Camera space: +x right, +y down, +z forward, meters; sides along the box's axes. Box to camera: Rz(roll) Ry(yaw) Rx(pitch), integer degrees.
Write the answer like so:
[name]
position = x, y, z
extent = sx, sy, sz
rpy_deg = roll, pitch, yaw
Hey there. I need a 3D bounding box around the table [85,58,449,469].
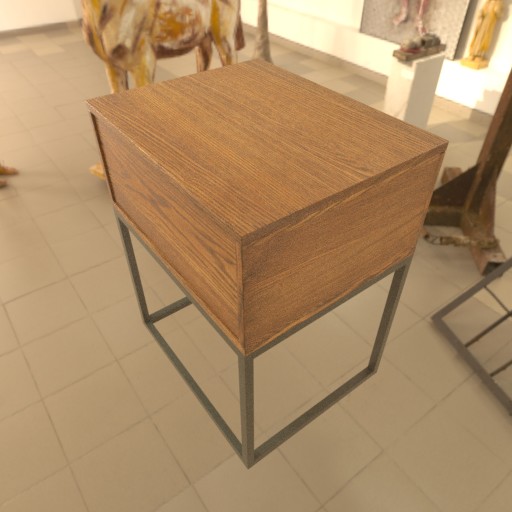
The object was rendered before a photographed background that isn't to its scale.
[table]
position = 0.000, 0.000, 0.935
extent = 0.400, 0.610, 0.482
rpy_deg = -26, 48, -27
